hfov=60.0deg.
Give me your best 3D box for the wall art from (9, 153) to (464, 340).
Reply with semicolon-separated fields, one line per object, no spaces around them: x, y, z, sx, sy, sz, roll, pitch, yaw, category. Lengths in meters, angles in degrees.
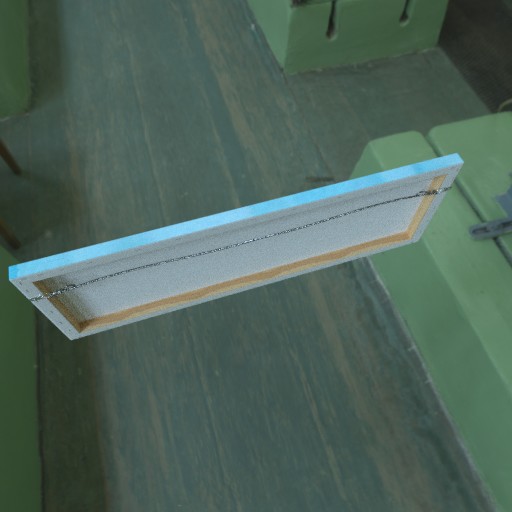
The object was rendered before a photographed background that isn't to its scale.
0.000;0.000;0.815;0.759;0.254;0.044;-15;60;-9;wall art
